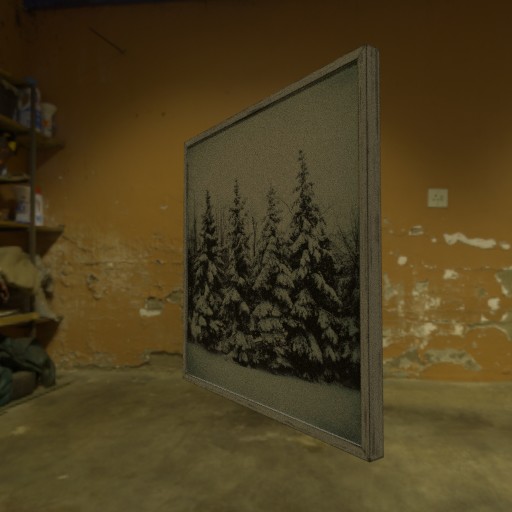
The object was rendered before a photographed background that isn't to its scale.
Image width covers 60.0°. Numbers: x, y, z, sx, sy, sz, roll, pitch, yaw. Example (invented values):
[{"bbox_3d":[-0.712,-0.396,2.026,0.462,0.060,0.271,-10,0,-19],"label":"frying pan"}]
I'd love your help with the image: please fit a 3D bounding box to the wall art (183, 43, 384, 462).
[{"bbox_3d":[0.000,0.000,1.125,0.037,0.761,0.761,2,-3,-35],"label":"wall art"}]
